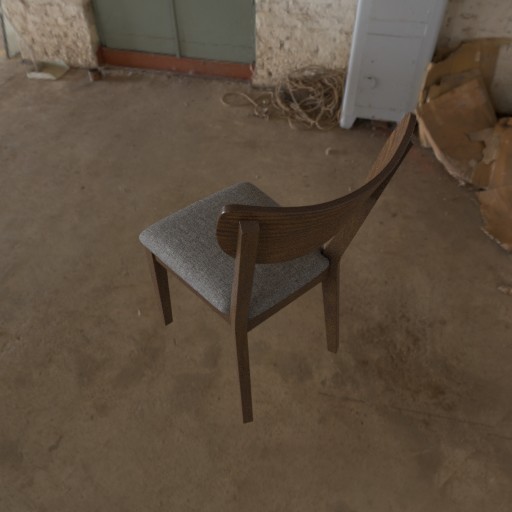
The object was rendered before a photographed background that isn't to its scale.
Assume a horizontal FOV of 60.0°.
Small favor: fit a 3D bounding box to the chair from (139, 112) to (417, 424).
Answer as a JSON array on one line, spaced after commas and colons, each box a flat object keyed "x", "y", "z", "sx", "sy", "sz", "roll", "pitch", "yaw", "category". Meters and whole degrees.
[{"x": 0.000, "y": 0.000, "z": 1.201, "sx": 0.491, "sy": 0.849, "sz": 0.583, "roll": -31, "pitch": 53, "yaw": -27, "category": "chair"}]
